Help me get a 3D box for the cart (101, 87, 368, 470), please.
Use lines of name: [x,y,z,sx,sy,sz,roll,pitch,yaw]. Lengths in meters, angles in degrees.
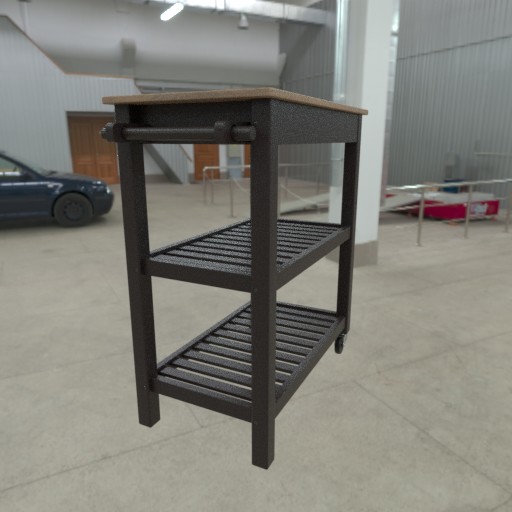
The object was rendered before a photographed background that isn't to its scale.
cart: [0.000,0.000,1.427,0.457,0.927,0.899,7,17,26]
